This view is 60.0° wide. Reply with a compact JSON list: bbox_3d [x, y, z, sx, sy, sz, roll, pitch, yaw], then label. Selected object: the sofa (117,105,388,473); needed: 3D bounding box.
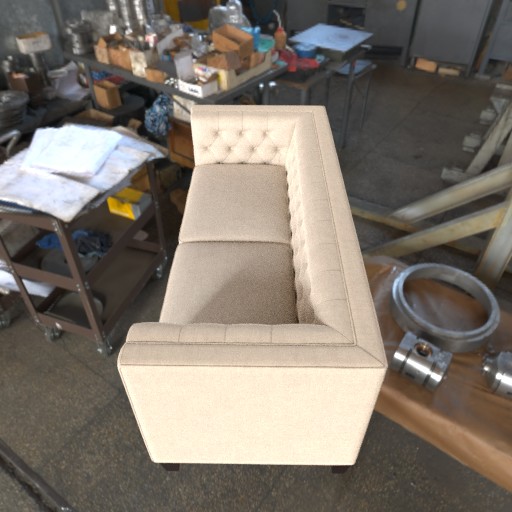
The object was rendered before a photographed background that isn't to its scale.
[{"bbox_3d":[0.000,0.000,2.150,0.775,0.762,1.778,1,42,1],"label":"sofa"}]
